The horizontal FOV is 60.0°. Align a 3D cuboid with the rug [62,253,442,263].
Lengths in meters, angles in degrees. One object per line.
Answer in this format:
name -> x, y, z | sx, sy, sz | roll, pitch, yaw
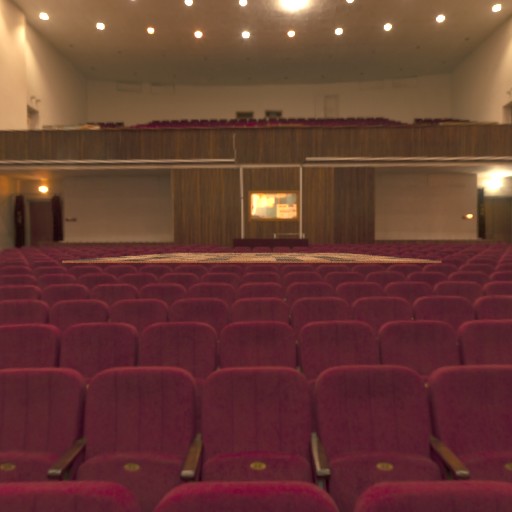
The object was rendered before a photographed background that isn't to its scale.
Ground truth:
rug -> 0.000, 0.000, 2.286 | 1.202, 0.006, 1.813 | 0, 1, 1
